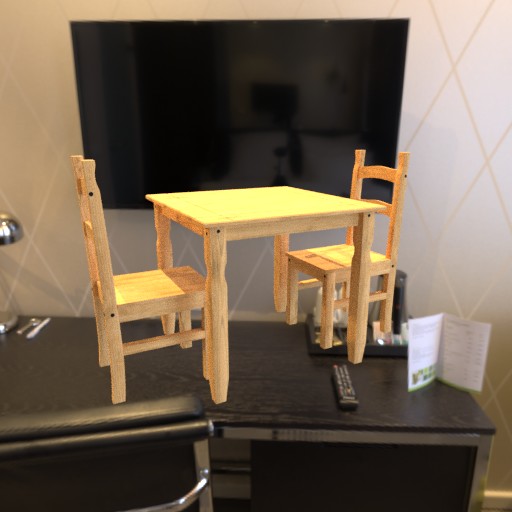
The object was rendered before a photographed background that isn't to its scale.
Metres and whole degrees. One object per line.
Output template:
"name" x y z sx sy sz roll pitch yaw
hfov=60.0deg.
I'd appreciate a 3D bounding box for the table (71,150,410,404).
"table" 0.000 0.000 2.098 1.501 0.942 0.813 -8 17 -26
